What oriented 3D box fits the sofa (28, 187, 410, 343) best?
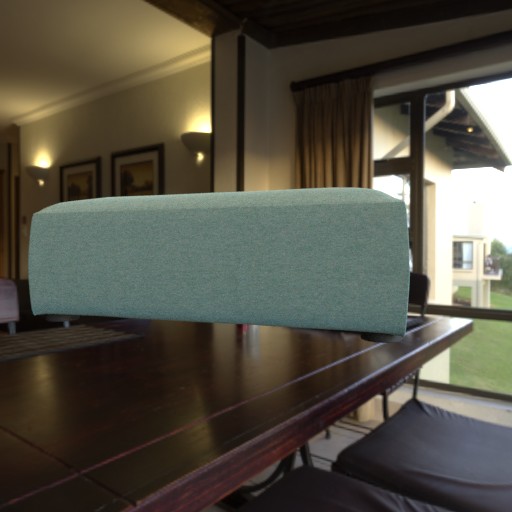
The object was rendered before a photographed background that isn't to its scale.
[{"bbox_3d":[0.000,0.000,1.437,0.930,0.330,0.930,0,1,18],"label":"sofa"}]
